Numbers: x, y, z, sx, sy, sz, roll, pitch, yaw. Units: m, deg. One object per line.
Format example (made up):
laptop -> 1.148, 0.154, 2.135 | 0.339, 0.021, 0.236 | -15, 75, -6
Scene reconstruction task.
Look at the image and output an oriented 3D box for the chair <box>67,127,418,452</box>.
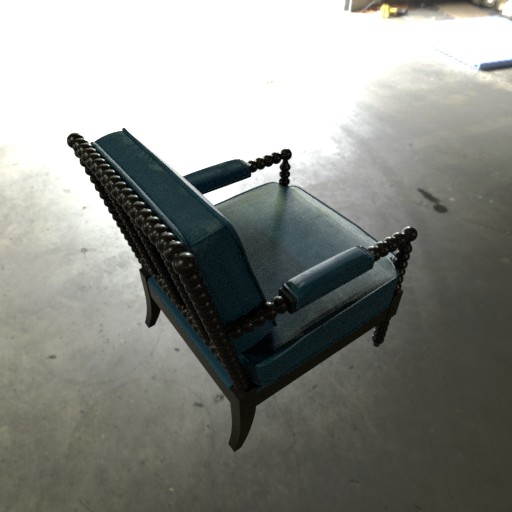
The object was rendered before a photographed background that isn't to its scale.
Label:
chair -> 0.000, 0.000, 1.437 | 0.805, 0.857, 0.688 | -26, 48, -26
